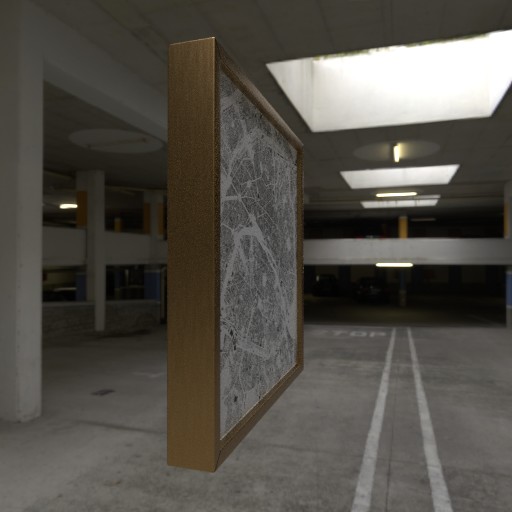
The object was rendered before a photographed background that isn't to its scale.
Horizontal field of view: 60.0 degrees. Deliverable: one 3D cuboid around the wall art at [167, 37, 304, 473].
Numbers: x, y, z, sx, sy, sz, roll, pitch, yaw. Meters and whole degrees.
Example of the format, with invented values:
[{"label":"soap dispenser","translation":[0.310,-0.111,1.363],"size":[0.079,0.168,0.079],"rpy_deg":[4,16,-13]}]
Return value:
[{"label":"wall art","translation":[0.000,0.000,0.460],"size":[0.037,0.305,0.305],"rpy_deg":[0,-1,18]}]
